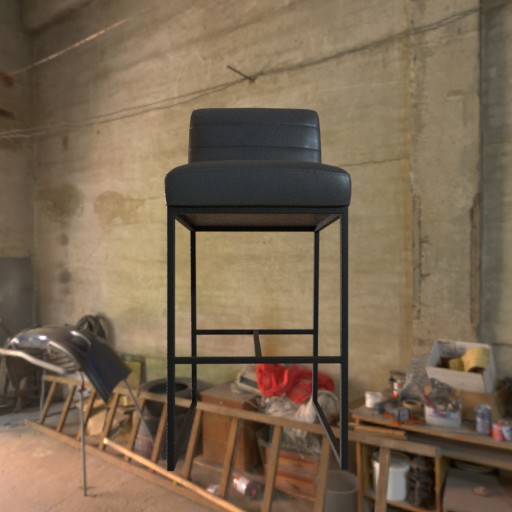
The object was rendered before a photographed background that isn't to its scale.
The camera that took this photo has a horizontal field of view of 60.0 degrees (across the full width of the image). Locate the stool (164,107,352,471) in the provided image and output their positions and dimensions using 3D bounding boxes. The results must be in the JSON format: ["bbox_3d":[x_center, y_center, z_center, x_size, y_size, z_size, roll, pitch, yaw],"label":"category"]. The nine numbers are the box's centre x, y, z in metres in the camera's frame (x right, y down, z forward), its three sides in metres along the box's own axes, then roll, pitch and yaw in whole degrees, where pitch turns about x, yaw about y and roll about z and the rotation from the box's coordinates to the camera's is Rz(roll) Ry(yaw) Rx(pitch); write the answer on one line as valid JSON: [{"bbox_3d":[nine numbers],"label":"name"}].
[{"bbox_3d":[0.000,0.000,1.325,0.457,1.040,0.552,0,-1,-1],"label":"stool"}]
